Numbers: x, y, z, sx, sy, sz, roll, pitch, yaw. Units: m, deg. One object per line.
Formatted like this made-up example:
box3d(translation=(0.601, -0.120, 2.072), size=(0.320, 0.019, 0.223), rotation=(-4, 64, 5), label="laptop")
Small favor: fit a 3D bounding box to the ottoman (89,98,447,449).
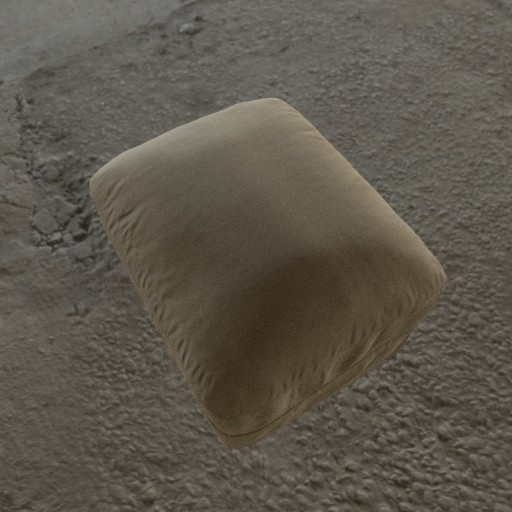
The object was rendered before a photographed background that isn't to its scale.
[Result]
box3d(translation=(0.000, 0.000, 1.097), size=(0.584, 0.480, 0.712), rotation=(-28, 63, -16), label="ottoman")
